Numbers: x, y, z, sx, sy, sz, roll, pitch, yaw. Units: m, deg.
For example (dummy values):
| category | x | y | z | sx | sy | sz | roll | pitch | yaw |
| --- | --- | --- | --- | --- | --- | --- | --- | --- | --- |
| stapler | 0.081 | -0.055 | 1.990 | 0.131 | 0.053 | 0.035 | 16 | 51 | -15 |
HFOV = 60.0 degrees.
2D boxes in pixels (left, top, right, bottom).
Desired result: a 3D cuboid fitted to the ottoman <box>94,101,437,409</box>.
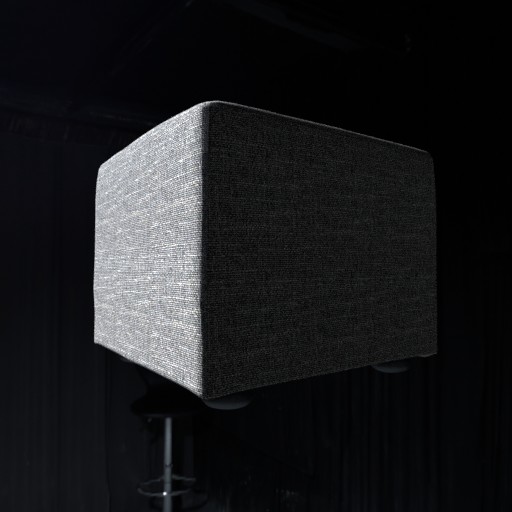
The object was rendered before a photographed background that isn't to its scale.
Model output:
| category | x | y | z | sx | sy | sz | roll | pitch | yaw |
| --- | --- | --- | --- | --- | --- | --- | --- | --- | --- |
| ottoman | 0.000 | 0.000 | 0.912 | 0.521 | 0.453 | 0.512 | 1 | -1 | -35 |
